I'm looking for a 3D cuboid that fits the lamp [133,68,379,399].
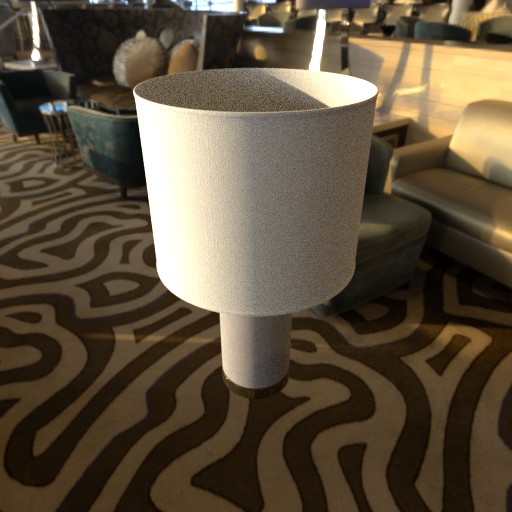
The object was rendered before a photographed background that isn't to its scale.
[{"bbox_3d":[0.000,0.000,0.521,0.229,0.380,0.229,0,31,0],"label":"lamp"}]
